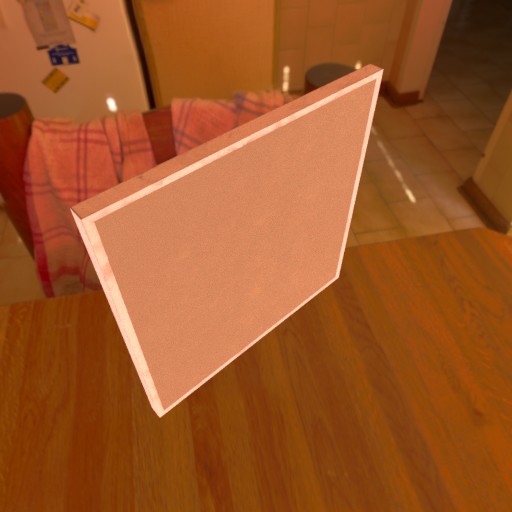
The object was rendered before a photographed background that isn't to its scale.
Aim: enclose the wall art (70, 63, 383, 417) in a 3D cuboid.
[{"bbox_3d":[0.000,0.000,1.144,0.760,0.757,0.038,-34,56,-27],"label":"wall art"}]
